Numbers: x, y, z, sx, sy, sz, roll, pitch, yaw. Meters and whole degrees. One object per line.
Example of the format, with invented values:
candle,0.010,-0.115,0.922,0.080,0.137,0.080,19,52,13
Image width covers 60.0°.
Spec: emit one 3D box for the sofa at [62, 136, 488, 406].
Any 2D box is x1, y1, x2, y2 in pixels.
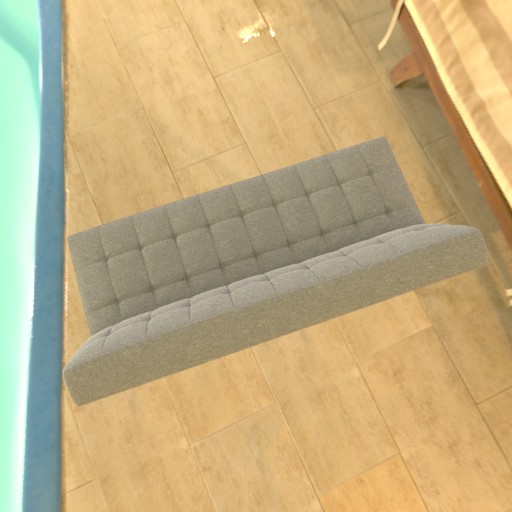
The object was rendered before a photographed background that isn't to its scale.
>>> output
sofa,0.000,0.000,2.208,1.800,0.810,0.860,-18,77,-4
